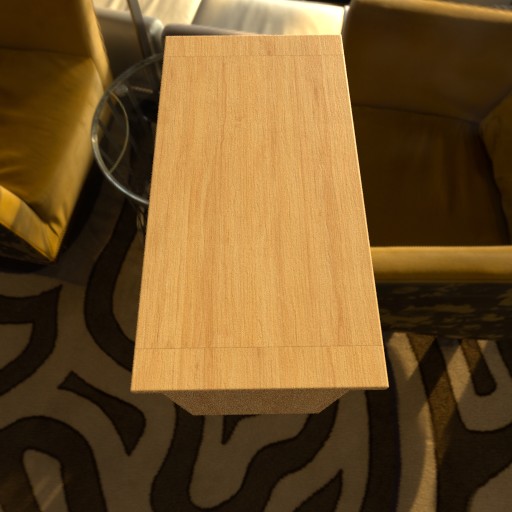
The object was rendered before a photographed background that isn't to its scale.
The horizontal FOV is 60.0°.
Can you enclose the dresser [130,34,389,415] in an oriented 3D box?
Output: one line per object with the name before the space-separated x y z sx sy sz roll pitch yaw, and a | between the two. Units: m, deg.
dresser | 0.000 0.000 1.200 0.410 0.730 0.800 -1 65 0
